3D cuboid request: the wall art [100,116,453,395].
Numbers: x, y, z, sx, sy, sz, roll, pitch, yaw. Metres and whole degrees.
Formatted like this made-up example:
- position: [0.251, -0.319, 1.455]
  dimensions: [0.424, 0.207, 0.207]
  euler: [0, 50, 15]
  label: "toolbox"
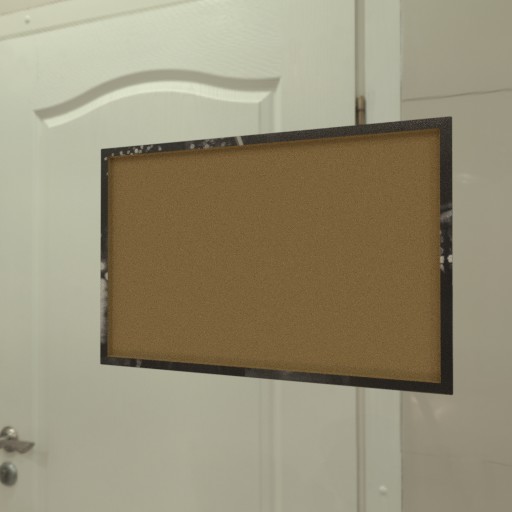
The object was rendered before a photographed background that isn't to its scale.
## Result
- position: [0.000, 0.000, 1.126]
  dimensions: [0.914, 0.609, 0.038]
  euler: [0, -1, 18]
  label: "wall art"
